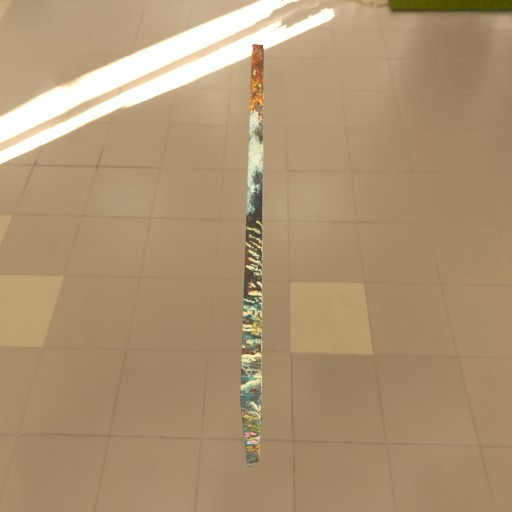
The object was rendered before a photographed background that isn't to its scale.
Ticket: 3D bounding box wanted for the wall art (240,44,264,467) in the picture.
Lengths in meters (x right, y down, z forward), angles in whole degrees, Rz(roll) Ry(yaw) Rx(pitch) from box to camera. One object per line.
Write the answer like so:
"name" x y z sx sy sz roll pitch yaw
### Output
"wall art" 0.000 0.000 1.433 0.042 0.760 1.136 1 57 0
